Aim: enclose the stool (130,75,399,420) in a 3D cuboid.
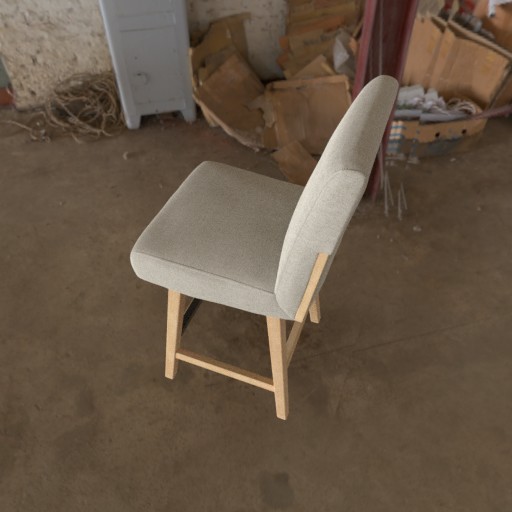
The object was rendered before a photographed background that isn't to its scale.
[{"bbox_3d":[0.000,0.000,1.414,0.606,1.085,0.507,15,48,14],"label":"stool"}]
